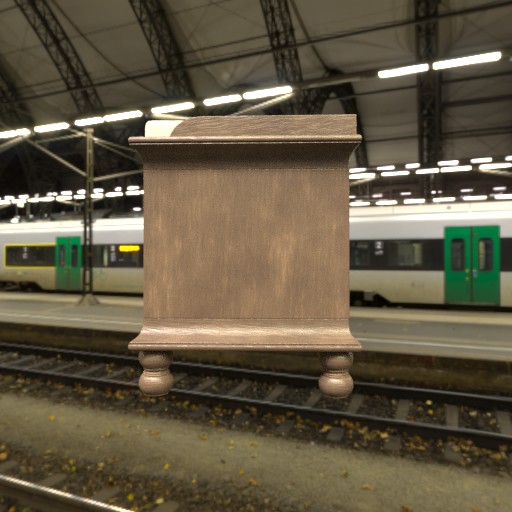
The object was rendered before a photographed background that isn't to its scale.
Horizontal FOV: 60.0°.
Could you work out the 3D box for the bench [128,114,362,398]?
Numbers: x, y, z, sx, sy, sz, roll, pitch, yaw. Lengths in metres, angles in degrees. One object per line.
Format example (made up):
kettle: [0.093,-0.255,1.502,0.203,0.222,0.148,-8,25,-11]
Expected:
bench: [0.000,0.000,1.352,0.402,0.501,1.185,0,0,2]
